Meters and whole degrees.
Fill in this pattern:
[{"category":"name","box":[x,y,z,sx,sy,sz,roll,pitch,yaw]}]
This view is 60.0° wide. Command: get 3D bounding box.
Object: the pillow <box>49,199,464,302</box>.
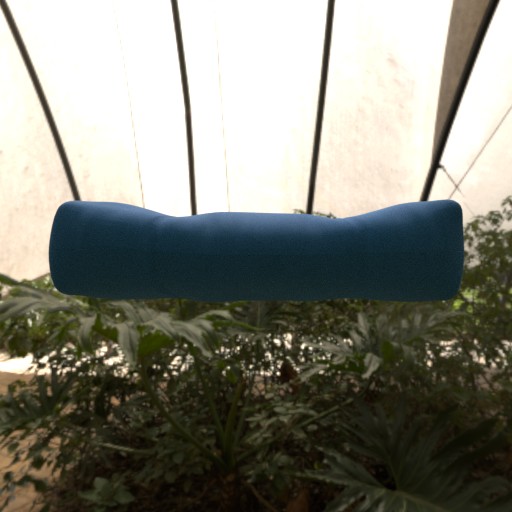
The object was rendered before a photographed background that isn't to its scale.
[{"category":"pillow","box":[0.000,0.000,0.722,0.490,0.128,0.468,0,-1,-2]}]
